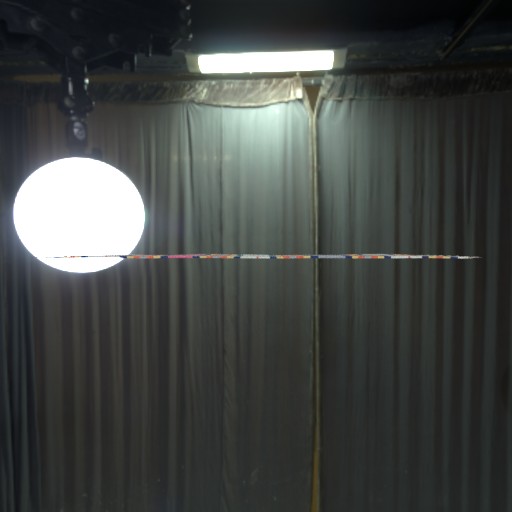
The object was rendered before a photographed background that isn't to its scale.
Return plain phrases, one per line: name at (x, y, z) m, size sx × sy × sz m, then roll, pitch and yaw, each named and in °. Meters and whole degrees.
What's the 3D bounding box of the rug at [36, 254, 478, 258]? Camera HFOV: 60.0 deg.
rug at (0.000, 0.000, 2.745) m, size 2.455 × 0.017 × 0.695 m, roll 0°, pitch 1°, yaw 0°
